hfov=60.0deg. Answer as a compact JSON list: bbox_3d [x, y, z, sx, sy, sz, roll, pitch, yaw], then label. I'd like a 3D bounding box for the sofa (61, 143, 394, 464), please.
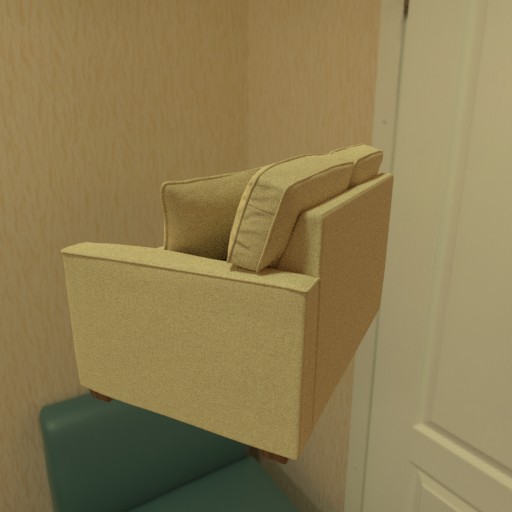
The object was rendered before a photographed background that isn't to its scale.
[{"bbox_3d":[0.000,0.000,2.077,0.991,0.989,1.388,8,19,25],"label":"sofa"}]
